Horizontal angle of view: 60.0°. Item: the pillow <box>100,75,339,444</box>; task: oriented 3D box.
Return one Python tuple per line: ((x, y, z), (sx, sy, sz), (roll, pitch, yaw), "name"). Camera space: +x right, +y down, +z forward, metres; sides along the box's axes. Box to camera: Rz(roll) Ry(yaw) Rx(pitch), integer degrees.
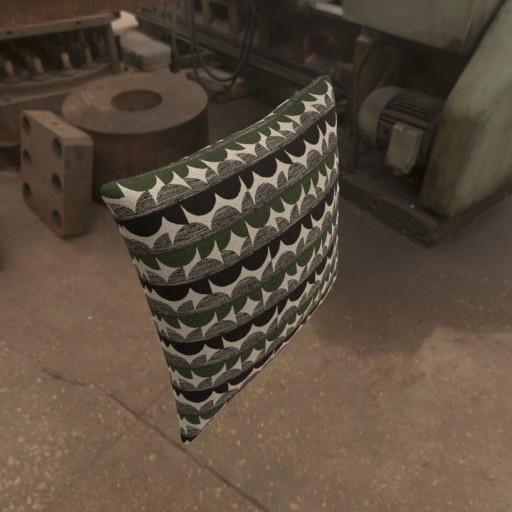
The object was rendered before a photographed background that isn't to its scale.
((0.000, 0.000, 0.649), (0.180, 0.404, 0.419), (26, 46, 28), "pillow")
